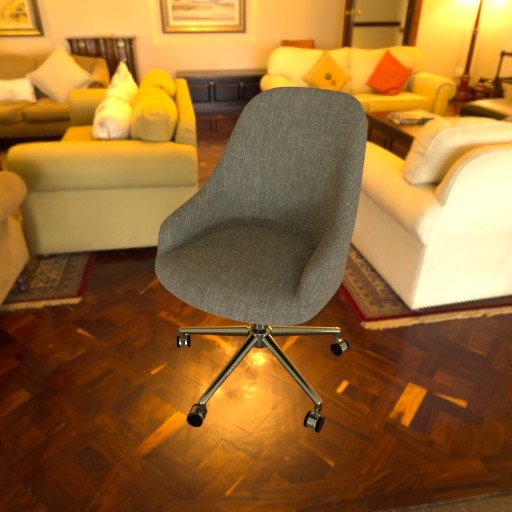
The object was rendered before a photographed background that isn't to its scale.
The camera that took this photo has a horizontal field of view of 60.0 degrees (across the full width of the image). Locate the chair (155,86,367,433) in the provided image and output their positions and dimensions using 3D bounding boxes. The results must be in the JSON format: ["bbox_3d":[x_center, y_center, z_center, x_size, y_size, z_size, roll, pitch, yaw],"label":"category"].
[{"bbox_3d":[0.000,0.000,1.448,0.671,0.950,0.712,17,34,27],"label":"chair"}]
